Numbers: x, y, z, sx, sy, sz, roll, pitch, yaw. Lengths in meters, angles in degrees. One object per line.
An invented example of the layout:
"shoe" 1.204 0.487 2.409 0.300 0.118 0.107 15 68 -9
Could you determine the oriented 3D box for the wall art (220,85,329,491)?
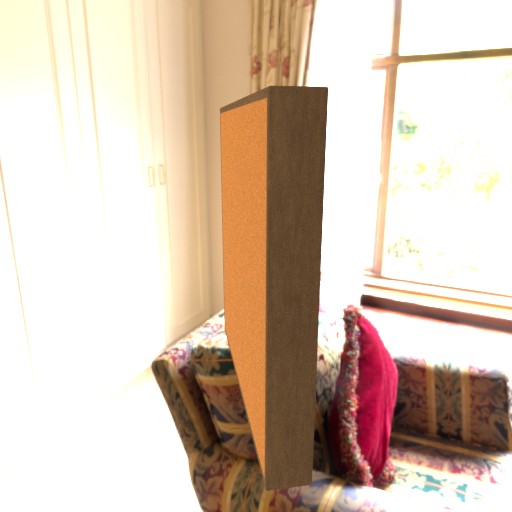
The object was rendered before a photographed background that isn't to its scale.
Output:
"wall art" 0.000 0.000 0.457 0.038 0.302 0.303 -3 16 -10
